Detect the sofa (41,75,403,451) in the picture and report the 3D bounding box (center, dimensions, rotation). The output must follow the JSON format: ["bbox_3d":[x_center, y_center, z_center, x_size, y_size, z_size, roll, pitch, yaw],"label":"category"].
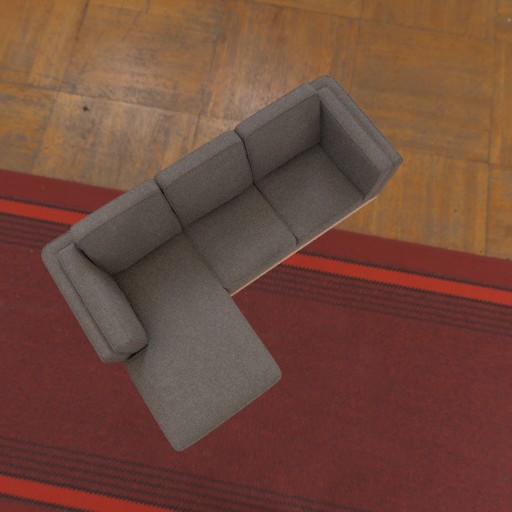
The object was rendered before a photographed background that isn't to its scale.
[{"bbox_3d":[0.000,0.000,3.172,2.411,0.929,1.604,-34,78,-8],"label":"sofa"}]
